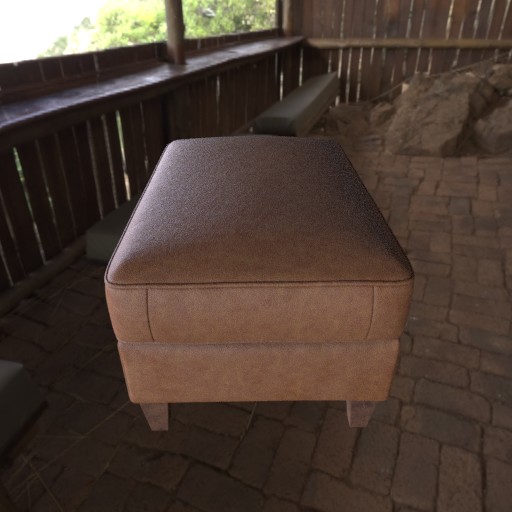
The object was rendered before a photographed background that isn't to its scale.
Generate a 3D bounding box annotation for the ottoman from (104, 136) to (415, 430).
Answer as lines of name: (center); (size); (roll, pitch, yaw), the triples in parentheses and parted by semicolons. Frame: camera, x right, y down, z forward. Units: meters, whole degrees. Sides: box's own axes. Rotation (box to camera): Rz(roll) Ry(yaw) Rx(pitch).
ottoman: (0.000, 0.000, 1.217); (0.584, 0.483, 0.864); (-1, 31, -1)
